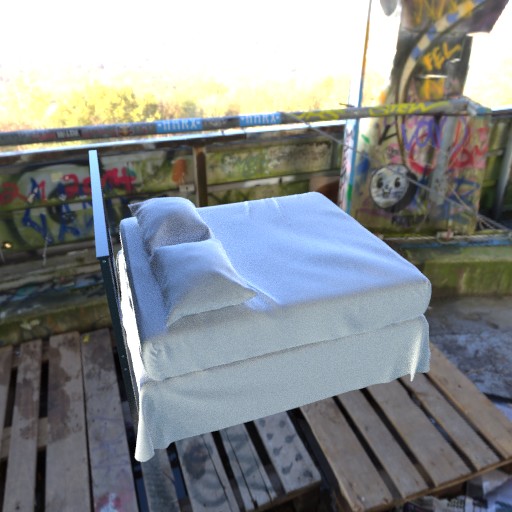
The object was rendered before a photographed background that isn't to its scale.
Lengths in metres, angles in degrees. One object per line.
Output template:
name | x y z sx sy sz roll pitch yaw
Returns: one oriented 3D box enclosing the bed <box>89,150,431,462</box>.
bed | 0.000 0.000 3.188 2.050 1.270 1.870 -10 31 -17
